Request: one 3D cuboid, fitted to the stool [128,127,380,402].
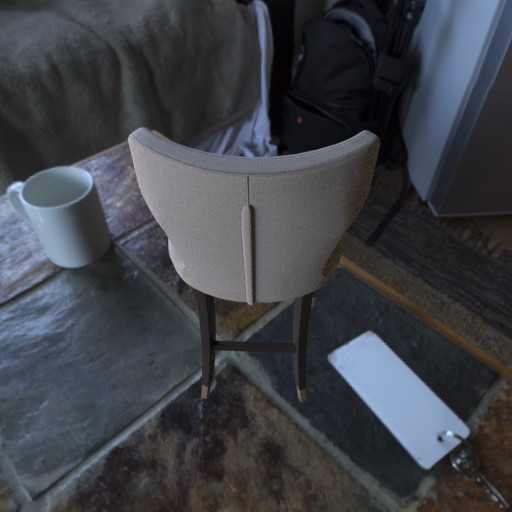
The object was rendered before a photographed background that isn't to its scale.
[{"bbox_3d":[0.000,0.000,1.390,0.526,1.092,0.563,2,48,1],"label":"stool"}]
